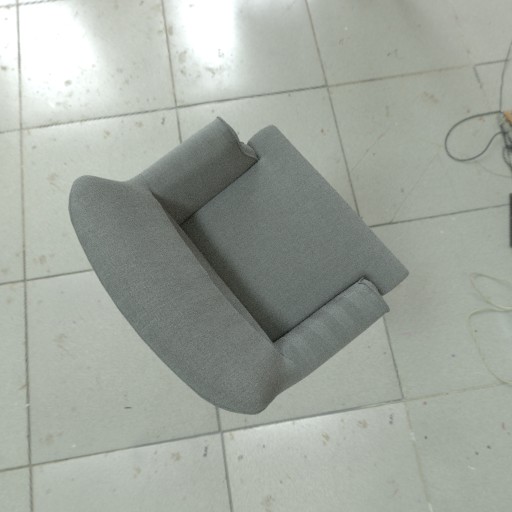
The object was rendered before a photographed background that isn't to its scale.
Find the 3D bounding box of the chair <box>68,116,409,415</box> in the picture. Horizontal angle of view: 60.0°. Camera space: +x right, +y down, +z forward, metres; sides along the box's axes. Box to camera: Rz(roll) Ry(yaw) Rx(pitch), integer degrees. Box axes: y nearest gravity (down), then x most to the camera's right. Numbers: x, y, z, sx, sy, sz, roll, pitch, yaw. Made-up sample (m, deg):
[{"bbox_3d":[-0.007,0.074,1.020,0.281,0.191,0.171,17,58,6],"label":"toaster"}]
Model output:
[{"bbox_3d":[0.000,0.000,1.419,0.755,0.880,0.772,-38,78,-10],"label":"chair"}]
